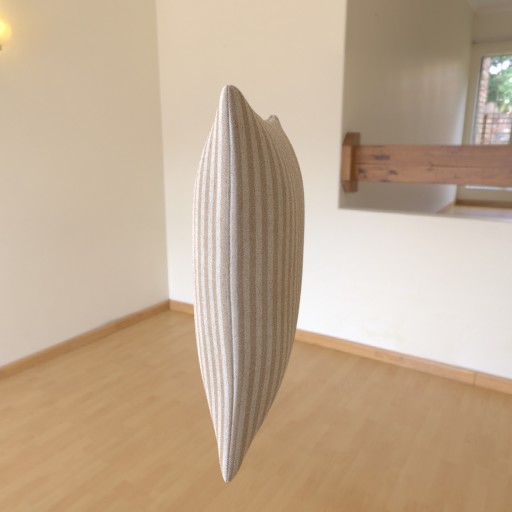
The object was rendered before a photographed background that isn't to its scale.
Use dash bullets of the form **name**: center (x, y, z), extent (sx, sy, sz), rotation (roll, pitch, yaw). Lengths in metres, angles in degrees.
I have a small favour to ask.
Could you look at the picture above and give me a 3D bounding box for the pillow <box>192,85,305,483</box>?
- **pillow**: center (0.000, 0.000, 0.788), extent (0.166, 0.510, 0.523), rotation (2, 14, 7)
